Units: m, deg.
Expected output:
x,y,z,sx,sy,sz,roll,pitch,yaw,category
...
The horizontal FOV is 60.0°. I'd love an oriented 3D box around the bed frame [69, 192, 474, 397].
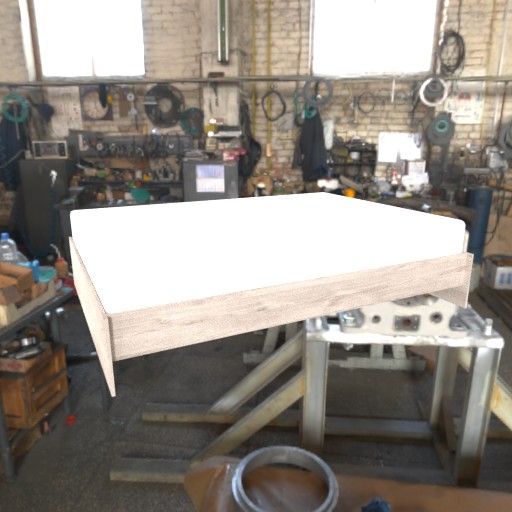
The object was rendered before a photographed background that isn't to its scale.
x,y,z,sx,sy,sz,roll,pitch,yaw,category
0.000,0.000,2.648,1.945,0.497,1.445,-8,17,-26,bed frame
